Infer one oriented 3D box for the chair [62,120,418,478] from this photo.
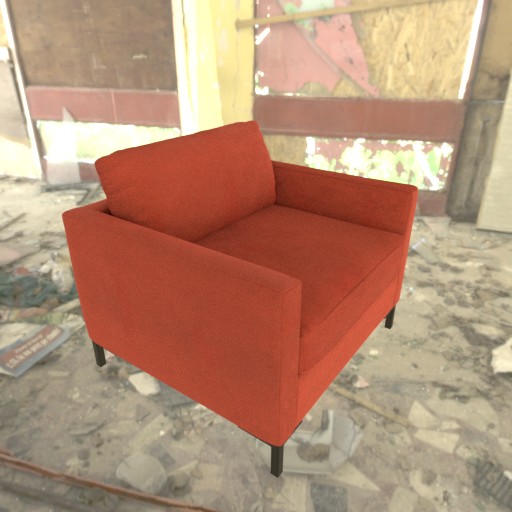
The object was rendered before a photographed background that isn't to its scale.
[{"bbox_3d":[0.000,0.000,1.612,0.875,0.812,0.964,18,32,32],"label":"chair"}]
